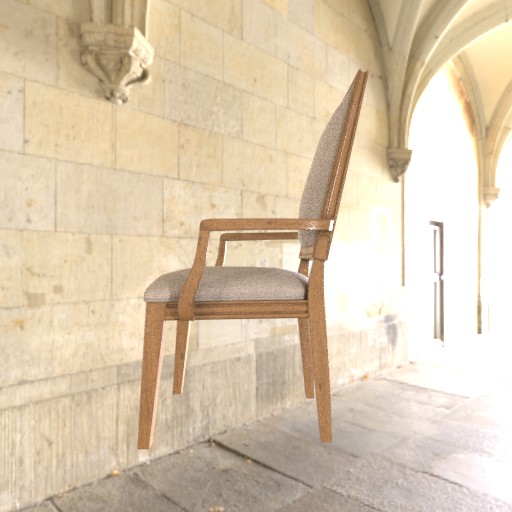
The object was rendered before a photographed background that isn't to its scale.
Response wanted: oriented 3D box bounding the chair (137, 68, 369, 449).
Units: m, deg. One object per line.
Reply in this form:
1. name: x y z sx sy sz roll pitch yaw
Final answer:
1. chair: 0.000 0.000 1.380 0.602 0.990 0.606 0 -1 0
